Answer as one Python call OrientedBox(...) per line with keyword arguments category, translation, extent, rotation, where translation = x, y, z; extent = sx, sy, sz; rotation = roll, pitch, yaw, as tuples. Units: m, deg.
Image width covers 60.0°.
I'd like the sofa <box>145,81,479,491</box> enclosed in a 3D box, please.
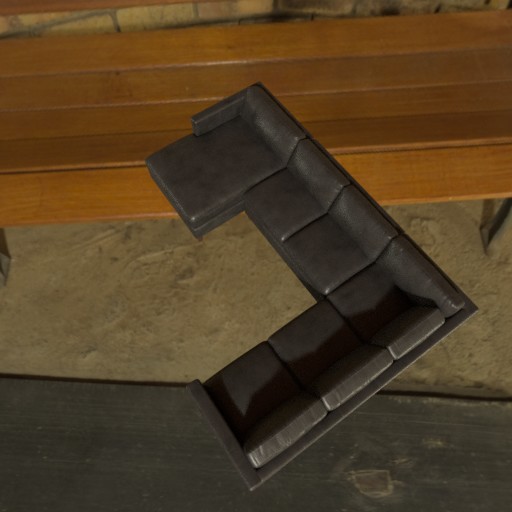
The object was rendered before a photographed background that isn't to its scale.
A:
OrientedBox(category="sofa", translation=(0.000, 0.000, 4.402), extent=(2.452, 0.891, 3.324), rotation=(-33, 69, -14))
